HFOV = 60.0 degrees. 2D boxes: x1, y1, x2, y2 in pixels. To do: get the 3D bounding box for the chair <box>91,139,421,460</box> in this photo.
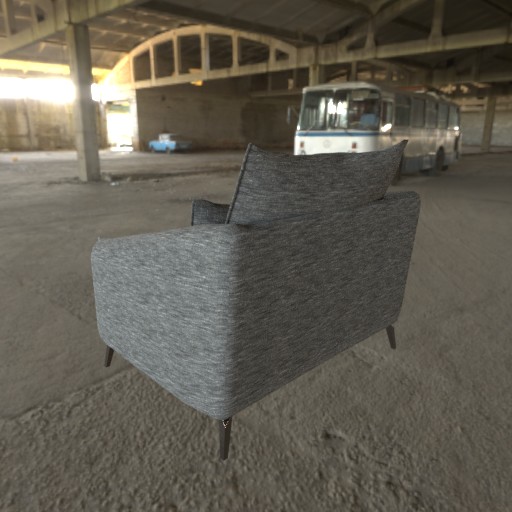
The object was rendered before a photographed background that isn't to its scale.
[{"bbox_3d":[0.000,0.000,1.647,1.004,0.842,0.805,-15,22,-42],"label":"chair"}]
